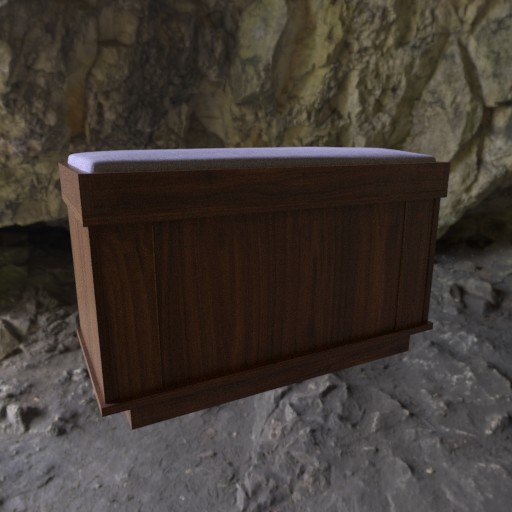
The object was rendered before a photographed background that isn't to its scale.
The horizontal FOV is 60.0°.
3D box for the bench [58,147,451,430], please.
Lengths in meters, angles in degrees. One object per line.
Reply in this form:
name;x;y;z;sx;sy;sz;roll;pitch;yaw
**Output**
bench;0.000;0.000;0.974;0.734;0.461;0.362;-7;16;-26
